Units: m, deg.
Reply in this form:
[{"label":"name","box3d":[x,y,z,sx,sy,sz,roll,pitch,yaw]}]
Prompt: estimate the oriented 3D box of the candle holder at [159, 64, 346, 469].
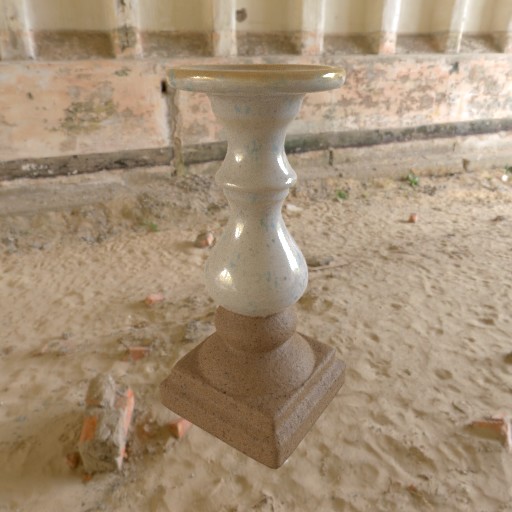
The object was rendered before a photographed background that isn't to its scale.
[{"label":"candle holder","box3d":[0.000,0.000,0.304,0.110,0.239,0.110,17,30,31]}]
